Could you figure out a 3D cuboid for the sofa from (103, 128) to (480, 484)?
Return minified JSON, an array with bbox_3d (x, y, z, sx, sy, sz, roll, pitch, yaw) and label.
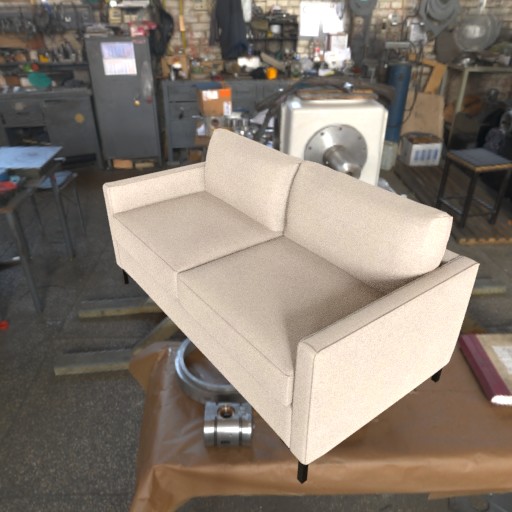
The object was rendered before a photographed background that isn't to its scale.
[{"bbox_3d":[0.000,0.000,2.103,0.875,0.840,1.682,-20,36,-31],"label":"sofa"}]
